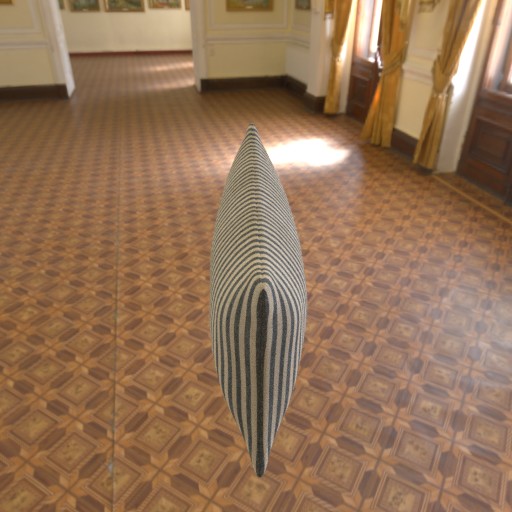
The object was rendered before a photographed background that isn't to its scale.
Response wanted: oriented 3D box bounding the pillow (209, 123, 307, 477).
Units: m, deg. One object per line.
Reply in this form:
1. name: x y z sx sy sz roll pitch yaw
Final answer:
1. pillow: 0.000 0.000 0.751 0.151 0.295 0.617 -1 31 -1
